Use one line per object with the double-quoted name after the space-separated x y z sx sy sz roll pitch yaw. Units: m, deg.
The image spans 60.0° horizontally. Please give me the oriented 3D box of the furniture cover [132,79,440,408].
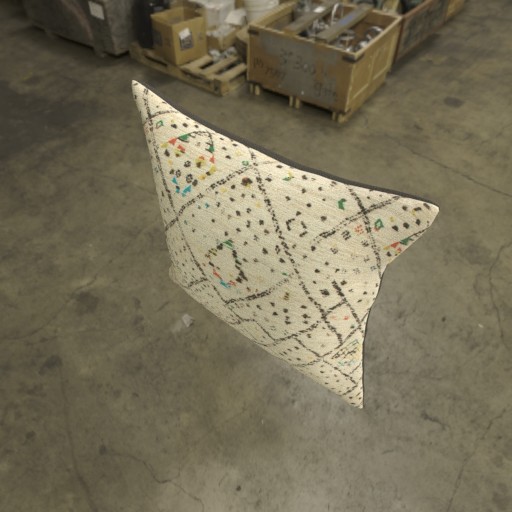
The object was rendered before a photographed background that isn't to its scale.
0.000 0.000 0.780 0.525 0.498 0.180 30 54 25 "furniture cover"
